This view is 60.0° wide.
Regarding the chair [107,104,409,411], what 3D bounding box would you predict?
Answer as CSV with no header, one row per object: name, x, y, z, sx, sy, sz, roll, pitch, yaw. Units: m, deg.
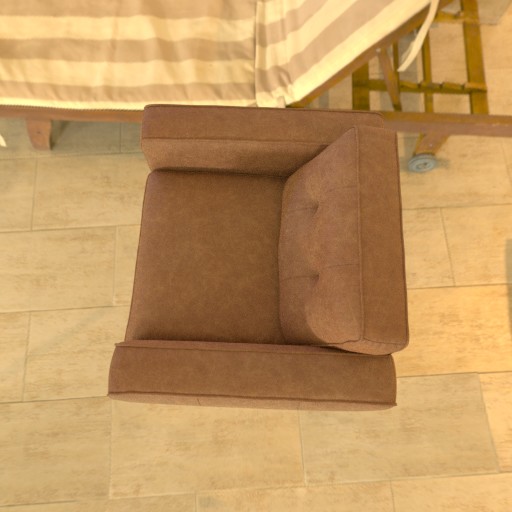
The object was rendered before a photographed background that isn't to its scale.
chair,0.000,0.000,1.723,0.952,0.782,1.118,2,73,1
